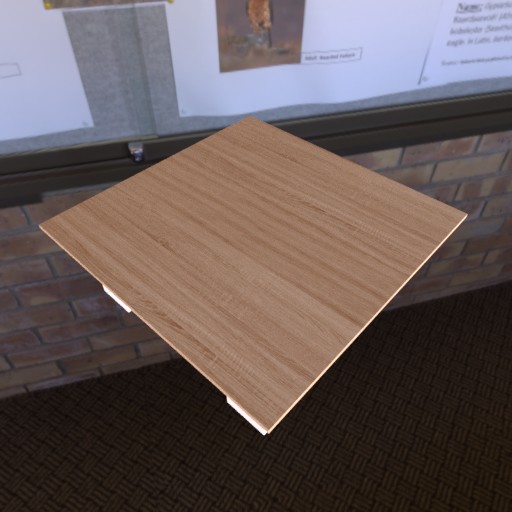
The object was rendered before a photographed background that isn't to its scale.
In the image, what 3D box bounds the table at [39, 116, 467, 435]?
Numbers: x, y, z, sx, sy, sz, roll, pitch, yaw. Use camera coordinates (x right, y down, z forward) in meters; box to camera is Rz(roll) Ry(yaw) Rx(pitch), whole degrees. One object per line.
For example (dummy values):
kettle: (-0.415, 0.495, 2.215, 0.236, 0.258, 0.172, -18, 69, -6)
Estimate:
table: (0.000, 0.000, 1.406, 0.890, 0.305, 0.890, 33, 54, 29)
